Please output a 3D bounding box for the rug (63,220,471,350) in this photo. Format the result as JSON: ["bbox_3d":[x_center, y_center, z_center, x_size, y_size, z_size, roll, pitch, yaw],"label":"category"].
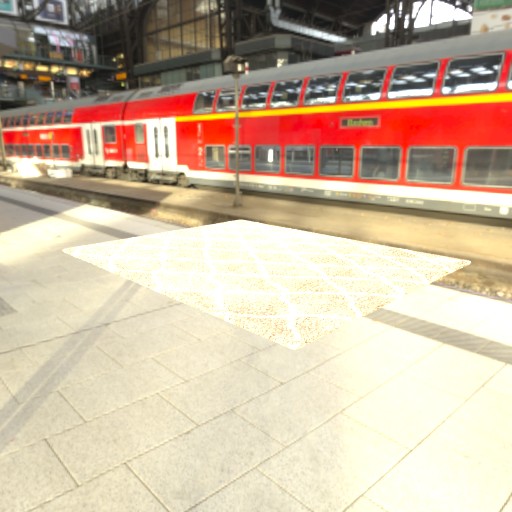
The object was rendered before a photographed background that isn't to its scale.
[{"bbox_3d":[0.000,0.000,4.196,2.438,0.029,3.047,-14,20,-43],"label":"rug"}]
